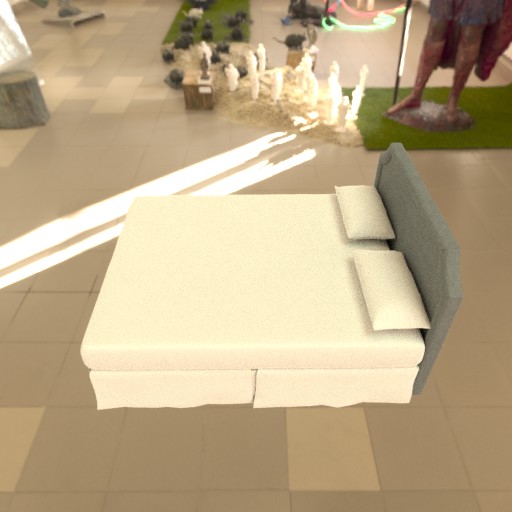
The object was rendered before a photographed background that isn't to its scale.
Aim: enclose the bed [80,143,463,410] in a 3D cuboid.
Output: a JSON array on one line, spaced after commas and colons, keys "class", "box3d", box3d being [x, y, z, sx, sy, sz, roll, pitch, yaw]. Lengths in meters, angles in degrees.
[{"class": "bed", "box3d": [0.000, 0.000, 3.609, 2.464, 1.306, 1.977, 0, 41, -1]}]
